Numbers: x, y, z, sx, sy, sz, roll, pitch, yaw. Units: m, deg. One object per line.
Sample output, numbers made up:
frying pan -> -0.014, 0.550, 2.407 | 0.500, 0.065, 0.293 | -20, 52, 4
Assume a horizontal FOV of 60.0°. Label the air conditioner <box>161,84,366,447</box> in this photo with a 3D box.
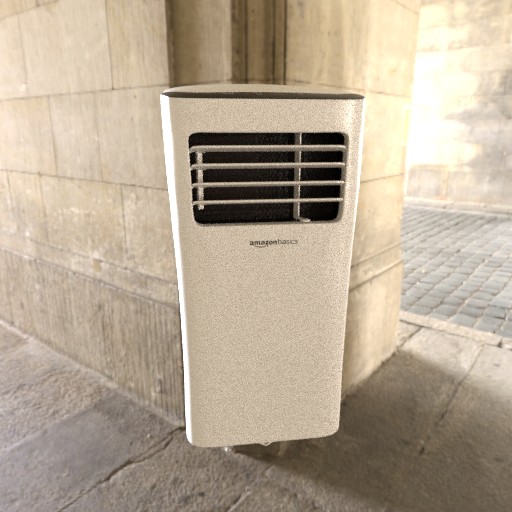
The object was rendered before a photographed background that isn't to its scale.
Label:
air conditioner -> 0.000, 0.000, 0.953 | 0.352, 0.716, 0.369 | -2, 16, -7
